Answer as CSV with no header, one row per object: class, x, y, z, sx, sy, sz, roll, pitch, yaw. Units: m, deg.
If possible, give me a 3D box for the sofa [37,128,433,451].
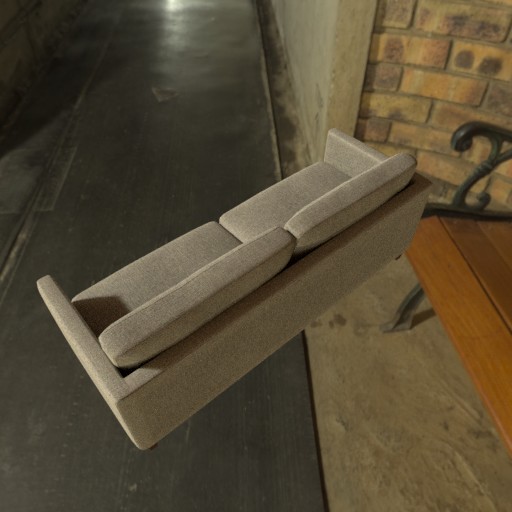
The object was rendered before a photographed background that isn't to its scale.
sofa,0.000,0.000,2.913,2.434,0.951,0.948,-32,55,-26
